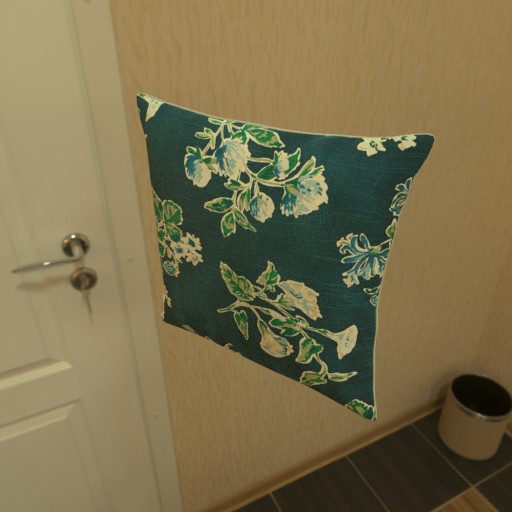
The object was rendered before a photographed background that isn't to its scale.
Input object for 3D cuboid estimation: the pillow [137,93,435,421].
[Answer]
[{"bbox_3d":[0.000,0.000,0.794,0.525,0.508,0.166,19,35,29],"label":"pillow"}]
